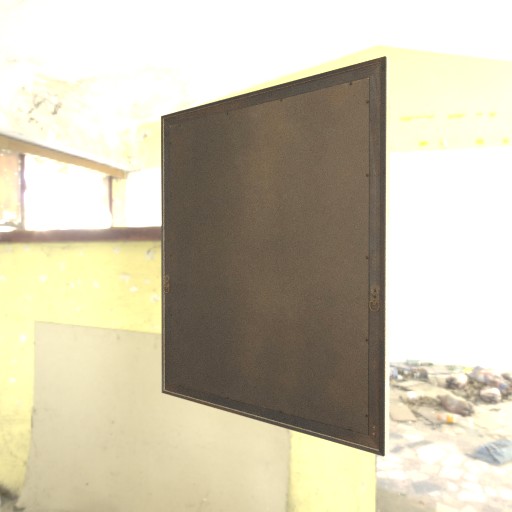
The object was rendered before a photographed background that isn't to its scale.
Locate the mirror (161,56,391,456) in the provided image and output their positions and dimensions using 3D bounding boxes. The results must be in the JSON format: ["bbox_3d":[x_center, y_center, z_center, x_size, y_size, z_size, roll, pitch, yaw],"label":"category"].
[{"bbox_3d":[0.000,0.000,1.206,0.730,0.882,0.032,1,1,37],"label":"mirror"}]
